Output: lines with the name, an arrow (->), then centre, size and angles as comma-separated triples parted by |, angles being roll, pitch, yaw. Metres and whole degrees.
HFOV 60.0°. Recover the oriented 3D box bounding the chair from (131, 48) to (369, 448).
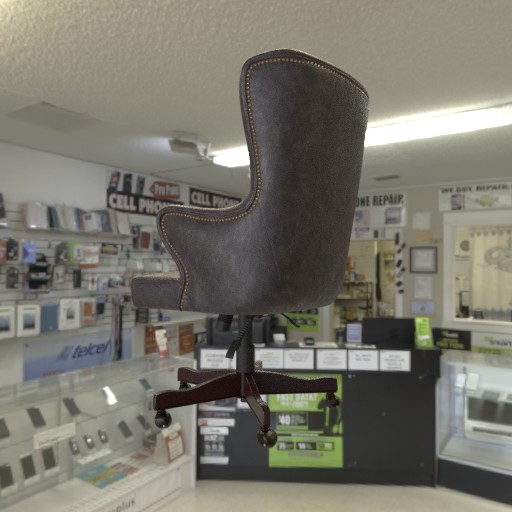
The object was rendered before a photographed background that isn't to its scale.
chair -> 0.000, 0.000, 1.466 | 0.717, 1.037, 0.594 | -1, -1, 36
